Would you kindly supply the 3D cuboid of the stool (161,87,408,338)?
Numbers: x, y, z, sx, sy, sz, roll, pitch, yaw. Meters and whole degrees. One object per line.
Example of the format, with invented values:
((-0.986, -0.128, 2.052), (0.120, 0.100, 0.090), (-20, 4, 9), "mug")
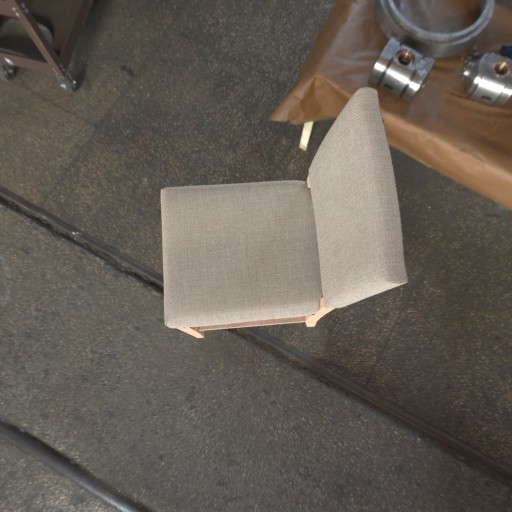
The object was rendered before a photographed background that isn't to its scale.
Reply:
((0.000, 0.000, 1.469), (0.585, 1.173, 0.445), (-4, 76, -1), "stool")
